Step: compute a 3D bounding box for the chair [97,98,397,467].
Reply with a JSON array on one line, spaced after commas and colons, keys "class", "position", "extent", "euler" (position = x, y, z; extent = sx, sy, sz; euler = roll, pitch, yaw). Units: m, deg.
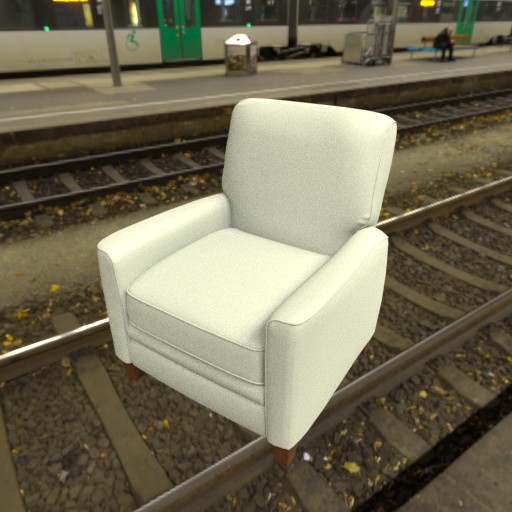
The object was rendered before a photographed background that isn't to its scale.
[{"class": "chair", "position": [0.000, 0.000, 1.669], "extent": [0.853, 1.007, 0.846], "euler": [18, 33, 29]}]
